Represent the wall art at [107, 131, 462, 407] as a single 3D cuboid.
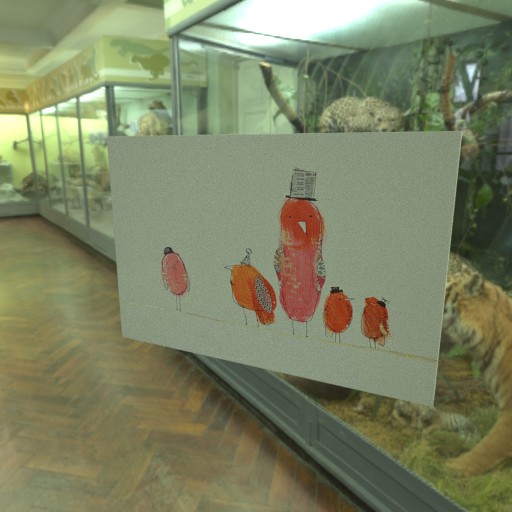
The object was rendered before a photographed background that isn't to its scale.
[{"bbox_3d":[0.000,0.000,1.151,0.914,0.609,0.038,6,15,25],"label":"wall art"}]
